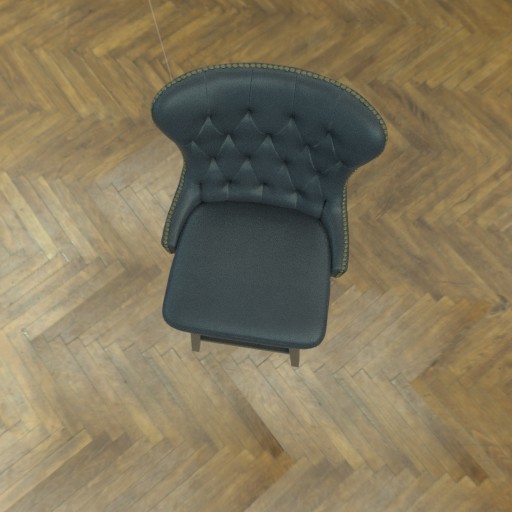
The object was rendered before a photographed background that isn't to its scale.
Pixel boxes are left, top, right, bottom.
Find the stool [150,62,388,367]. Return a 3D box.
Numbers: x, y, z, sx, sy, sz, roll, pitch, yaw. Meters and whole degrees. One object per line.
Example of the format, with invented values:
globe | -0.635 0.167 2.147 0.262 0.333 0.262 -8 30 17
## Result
stool | 0.000 0.000 1.380 0.528 1.050 0.601 8 75 2
